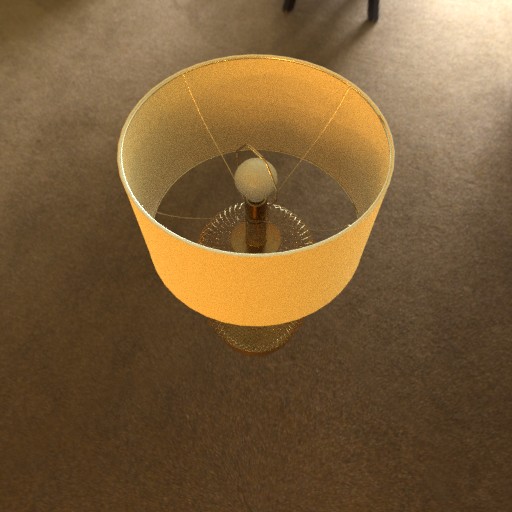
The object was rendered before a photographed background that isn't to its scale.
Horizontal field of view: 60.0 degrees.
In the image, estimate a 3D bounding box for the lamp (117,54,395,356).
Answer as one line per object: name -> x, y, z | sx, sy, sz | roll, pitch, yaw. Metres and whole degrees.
lamp -> 0.000, 0.000, 0.816 | 0.353, 0.578, 0.353 | 0, 59, 0
